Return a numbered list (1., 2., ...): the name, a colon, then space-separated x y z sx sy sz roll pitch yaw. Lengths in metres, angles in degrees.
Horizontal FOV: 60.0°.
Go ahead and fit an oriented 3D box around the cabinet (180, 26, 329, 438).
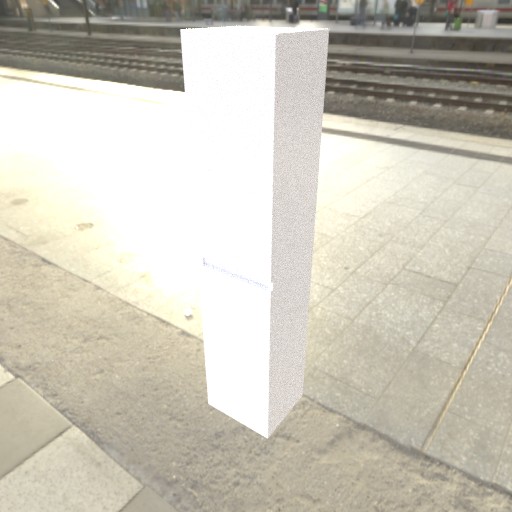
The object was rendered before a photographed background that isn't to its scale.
1. cabinet: 0.000 0.000 1.536 0.300 1.400 0.269 19 35 30
